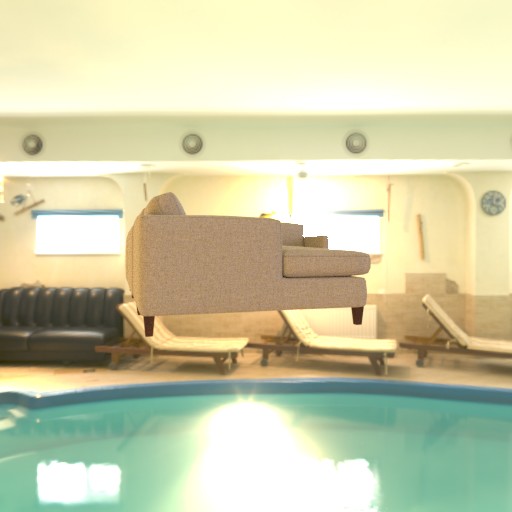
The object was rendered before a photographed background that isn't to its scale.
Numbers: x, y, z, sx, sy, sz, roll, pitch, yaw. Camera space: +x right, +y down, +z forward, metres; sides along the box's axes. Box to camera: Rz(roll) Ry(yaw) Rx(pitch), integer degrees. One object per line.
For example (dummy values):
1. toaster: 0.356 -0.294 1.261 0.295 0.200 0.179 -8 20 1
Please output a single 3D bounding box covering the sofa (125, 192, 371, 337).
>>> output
1. sofa: 0.000 0.000 4.698 2.593 0.959 3.460 0 1 -18
